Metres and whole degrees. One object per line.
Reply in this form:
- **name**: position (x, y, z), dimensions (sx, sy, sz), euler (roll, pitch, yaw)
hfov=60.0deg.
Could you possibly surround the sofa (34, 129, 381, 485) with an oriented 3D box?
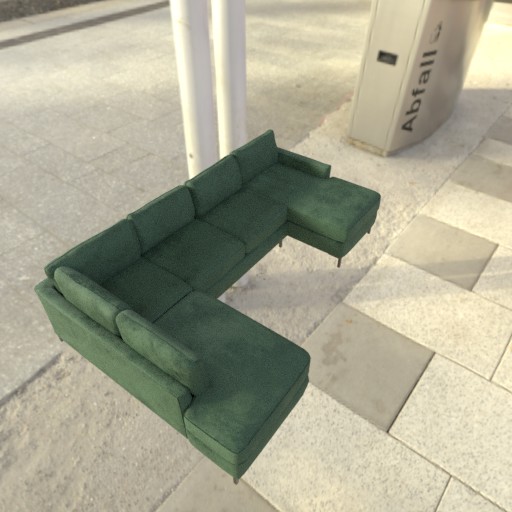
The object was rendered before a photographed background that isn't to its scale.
- **sofa**: position (0.000, 0.000, 3.854), dimensions (1.992, 0.861, 2.994), euler (26, 48, 27)
